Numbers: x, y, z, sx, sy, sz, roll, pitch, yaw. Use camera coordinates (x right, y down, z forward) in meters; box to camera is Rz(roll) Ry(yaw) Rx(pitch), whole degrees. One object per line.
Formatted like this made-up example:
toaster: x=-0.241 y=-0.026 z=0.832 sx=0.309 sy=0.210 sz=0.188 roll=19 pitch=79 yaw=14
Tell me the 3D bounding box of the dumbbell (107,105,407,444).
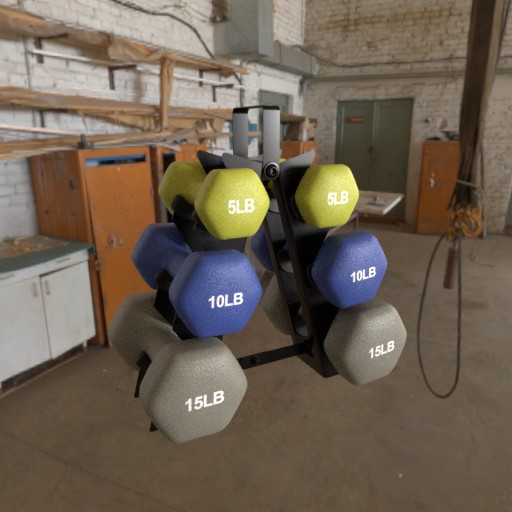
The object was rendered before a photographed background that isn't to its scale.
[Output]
dumbbell: x=0.000 y=0.000 z=0.666 sx=0.416 sy=0.426 sz=0.261 roll=-8 pitch=18 yaw=-27
